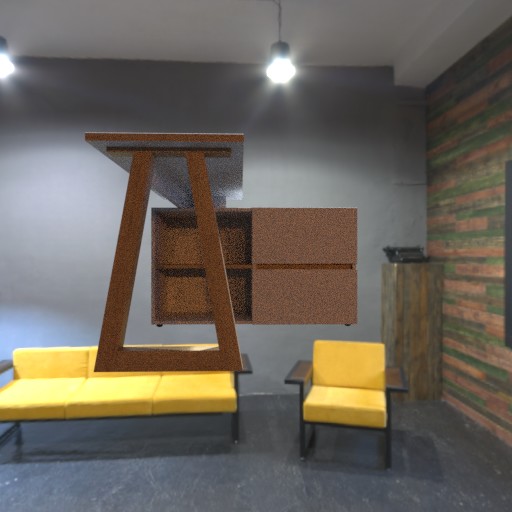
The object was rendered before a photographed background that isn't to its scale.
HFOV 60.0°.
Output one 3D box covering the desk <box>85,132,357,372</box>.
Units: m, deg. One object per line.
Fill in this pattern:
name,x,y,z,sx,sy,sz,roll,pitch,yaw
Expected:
desk,0.000,0.000,2.078,1.098,0.755,1.404,0,0,-2
